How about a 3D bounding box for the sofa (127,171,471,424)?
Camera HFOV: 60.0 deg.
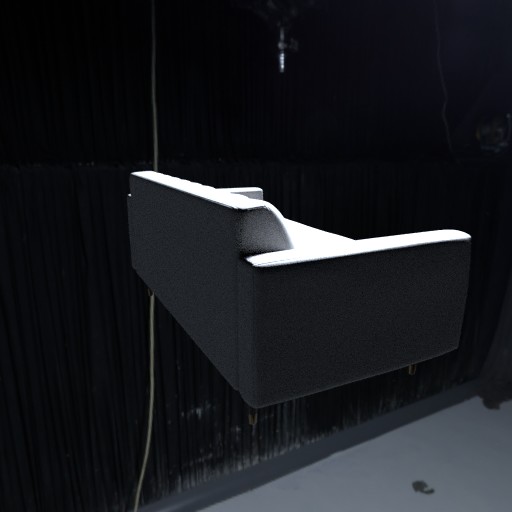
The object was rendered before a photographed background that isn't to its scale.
[{"bbox_3d":[0.000,0.000,2.356,0.969,0.814,1.895,-7,17,-26],"label":"sofa"}]
